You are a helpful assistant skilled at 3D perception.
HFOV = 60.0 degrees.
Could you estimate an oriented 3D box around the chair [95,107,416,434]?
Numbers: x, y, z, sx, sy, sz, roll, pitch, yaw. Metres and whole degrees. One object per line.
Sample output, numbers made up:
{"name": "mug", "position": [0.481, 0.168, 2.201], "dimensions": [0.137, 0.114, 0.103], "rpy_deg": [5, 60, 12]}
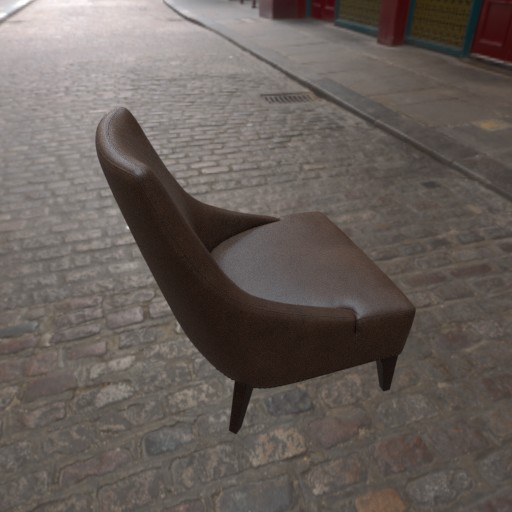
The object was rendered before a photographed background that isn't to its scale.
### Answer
{"name": "chair", "position": [0.000, 0.000, 1.477], "dimensions": [0.861, 0.909, 0.701], "rpy_deg": [-11, 35, -16]}
